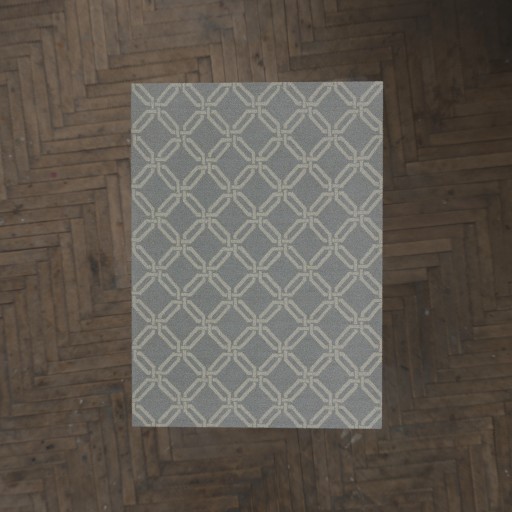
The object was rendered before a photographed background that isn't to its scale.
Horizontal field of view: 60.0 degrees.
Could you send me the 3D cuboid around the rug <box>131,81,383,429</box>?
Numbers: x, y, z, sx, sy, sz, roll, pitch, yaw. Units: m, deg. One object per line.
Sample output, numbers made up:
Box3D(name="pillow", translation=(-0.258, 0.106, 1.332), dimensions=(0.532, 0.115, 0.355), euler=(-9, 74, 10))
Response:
Box3D(name="rug", translation=(0.000, 0.000, 4.310), dimensions=(2.438, 0.013, 3.353), euler=(0, 91, 1))
